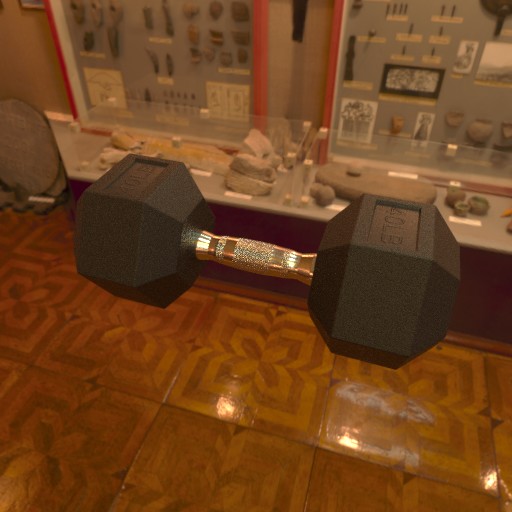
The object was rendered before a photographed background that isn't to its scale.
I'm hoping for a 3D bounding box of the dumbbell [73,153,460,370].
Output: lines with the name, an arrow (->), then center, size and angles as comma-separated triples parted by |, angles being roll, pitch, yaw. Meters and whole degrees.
dumbbell -> 0.000, 0.000, 0.442 | 0.361, 0.137, 0.157 | 12, 41, 14
